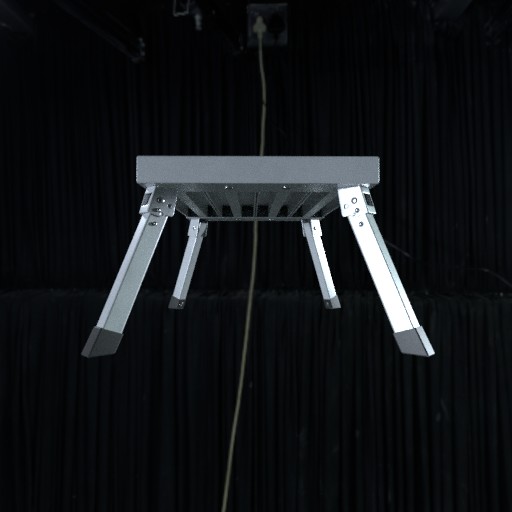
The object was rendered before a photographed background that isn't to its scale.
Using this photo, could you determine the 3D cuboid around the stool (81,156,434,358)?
[{"bbox_3d":[0.000,0.000,0.739,0.385,0.225,0.535,0,-1,-1],"label":"stool"}]
